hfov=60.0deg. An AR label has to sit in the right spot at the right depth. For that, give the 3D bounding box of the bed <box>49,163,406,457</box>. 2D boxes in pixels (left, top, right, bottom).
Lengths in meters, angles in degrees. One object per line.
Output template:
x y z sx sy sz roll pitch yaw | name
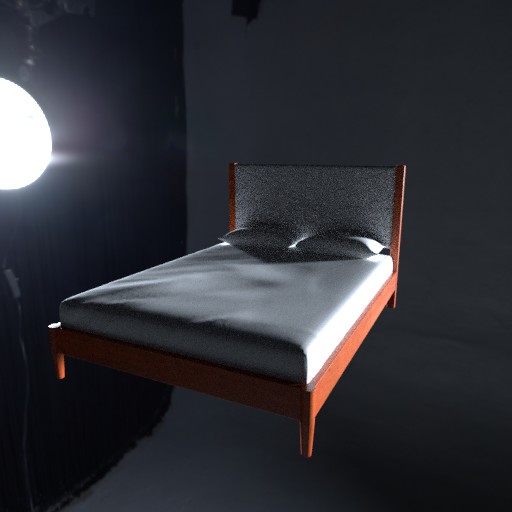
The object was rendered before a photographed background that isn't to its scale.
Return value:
0.000 0.000 2.998 1.566 1.165 2.117 7 15 26 | bed
